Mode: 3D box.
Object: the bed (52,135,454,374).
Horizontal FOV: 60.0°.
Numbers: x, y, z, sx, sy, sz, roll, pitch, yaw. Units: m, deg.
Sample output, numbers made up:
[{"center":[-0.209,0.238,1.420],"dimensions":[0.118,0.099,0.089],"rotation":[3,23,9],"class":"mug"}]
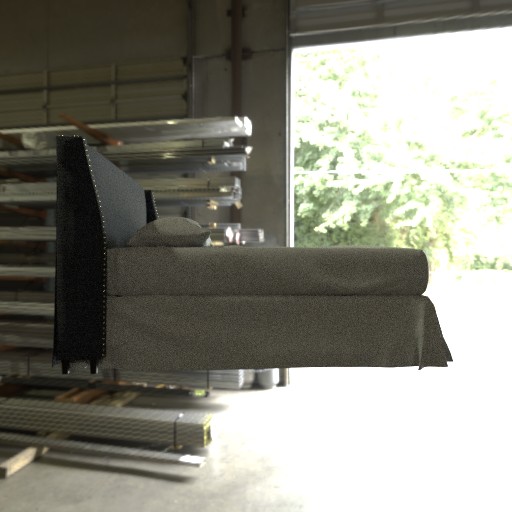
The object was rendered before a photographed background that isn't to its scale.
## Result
[{"center":[0.000,0.000,3.385],"dimensions":[2.276,1.332,1.925],"rotation":[0,-1,-2],"class":"bed"}]
